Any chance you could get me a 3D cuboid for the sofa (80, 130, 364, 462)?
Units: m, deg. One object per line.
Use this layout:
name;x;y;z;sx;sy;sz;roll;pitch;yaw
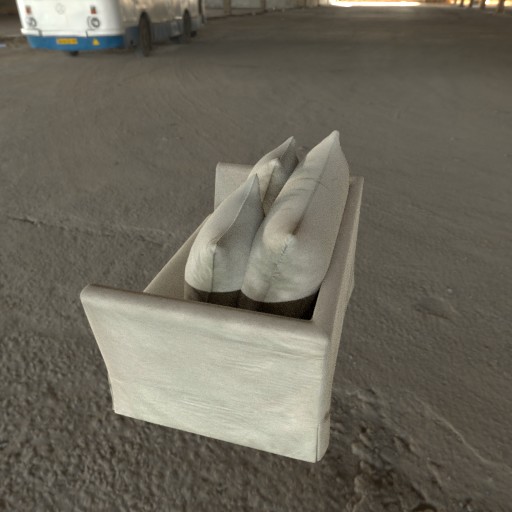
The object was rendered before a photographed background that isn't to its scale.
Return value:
sofa;0.000;0.000;2.353;1.035;1.040;1.608;8;32;14
